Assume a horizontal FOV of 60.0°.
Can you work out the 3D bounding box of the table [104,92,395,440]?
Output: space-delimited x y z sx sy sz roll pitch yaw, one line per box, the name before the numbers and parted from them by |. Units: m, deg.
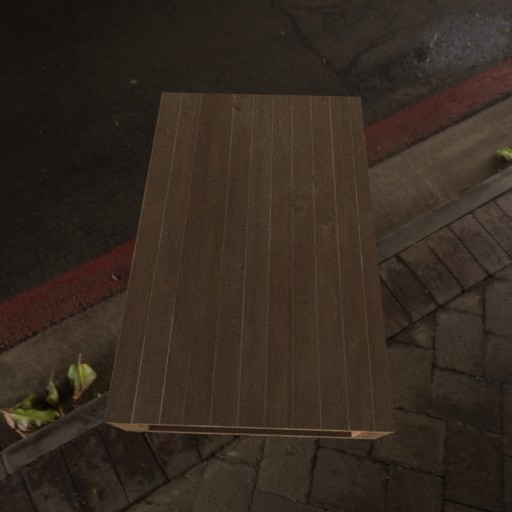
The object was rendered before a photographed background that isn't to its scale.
table | 0.000 0.000 1.735 0.827 0.413 1.299 2 63 1
